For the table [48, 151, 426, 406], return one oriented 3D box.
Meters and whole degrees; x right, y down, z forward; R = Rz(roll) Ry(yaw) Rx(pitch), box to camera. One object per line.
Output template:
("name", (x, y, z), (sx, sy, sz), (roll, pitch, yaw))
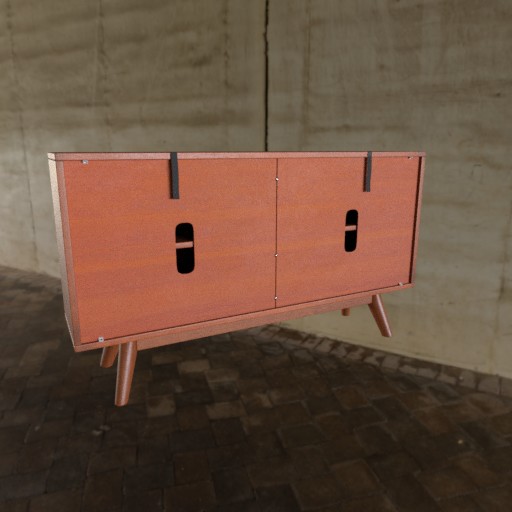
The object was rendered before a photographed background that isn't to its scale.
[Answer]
("table", (0.000, 0.000, 1.522), (1.220, 0.698, 0.308), (-7, 15, -27))
